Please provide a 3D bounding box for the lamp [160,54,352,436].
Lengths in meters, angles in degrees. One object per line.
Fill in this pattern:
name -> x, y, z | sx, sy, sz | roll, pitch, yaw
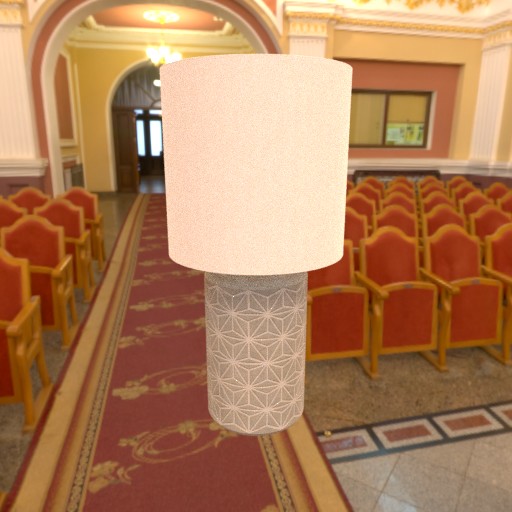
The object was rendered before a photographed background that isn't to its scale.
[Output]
lamp -> 0.000, 0.000, 0.536 | 0.206, 0.416, 0.206 | -3, 15, -10
